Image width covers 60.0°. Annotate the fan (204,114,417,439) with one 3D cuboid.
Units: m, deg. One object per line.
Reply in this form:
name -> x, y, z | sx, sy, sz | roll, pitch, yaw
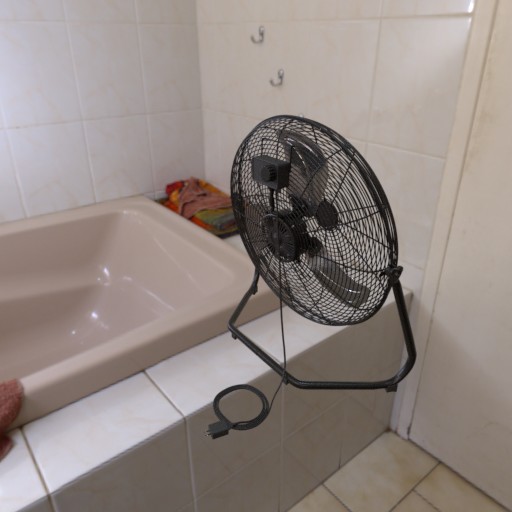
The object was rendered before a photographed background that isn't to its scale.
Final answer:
fan -> 0.000, 0.000, 0.922 | 0.424, 0.546, 0.555 | -18, 32, -32
